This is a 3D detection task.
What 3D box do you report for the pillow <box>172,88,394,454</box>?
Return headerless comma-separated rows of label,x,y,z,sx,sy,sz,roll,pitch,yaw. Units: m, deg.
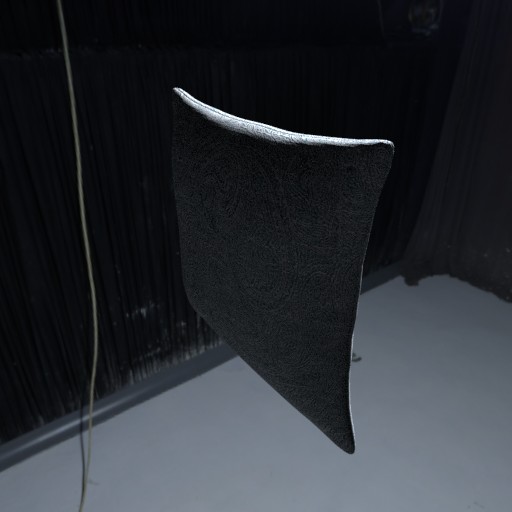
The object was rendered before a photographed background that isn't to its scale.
pillow,0.000,0.000,0.783,0.166,0.507,0.526,-19,33,-31
